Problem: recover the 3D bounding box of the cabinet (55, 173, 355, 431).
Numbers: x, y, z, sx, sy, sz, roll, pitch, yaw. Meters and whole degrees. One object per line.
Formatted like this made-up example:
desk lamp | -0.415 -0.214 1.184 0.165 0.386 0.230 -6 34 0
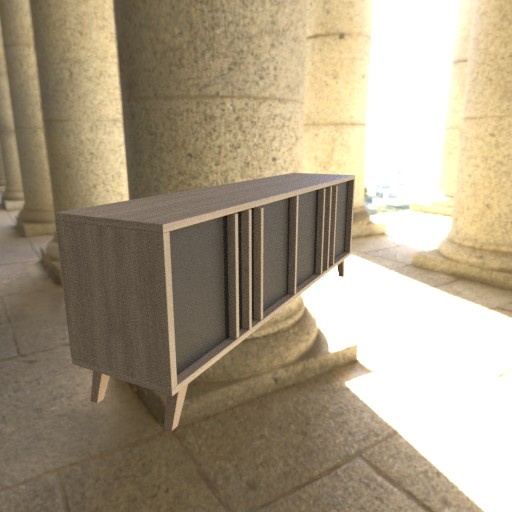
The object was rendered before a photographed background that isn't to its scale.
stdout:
cabinet | 0.000 0.000 2.534 0.499 0.779 2.198 8 17 27
